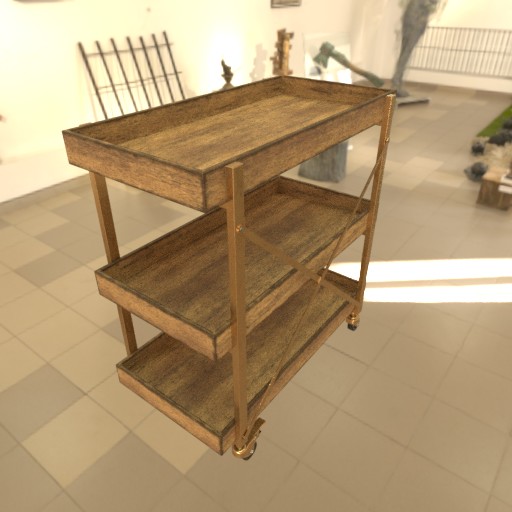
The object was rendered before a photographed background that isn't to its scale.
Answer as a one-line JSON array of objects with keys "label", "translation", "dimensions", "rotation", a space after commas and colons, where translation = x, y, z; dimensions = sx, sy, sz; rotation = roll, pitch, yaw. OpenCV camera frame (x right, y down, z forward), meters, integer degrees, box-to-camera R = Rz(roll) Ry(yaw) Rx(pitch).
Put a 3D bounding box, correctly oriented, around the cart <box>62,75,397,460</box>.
[{"label": "cart", "translation": [0.000, 0.000, 1.220], "dimensions": [0.416, 0.799, 0.750], "rotation": [22, 38, 31]}]
